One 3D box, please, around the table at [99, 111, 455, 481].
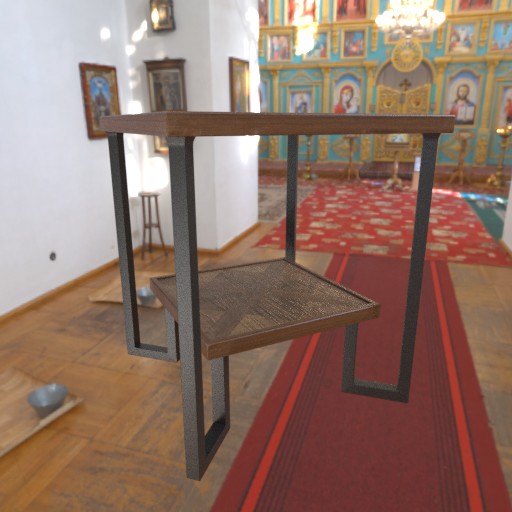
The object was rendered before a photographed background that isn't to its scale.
[{"bbox_3d":[0.000,0.000,0.933,0.503,0.563,0.503,-8,19,-26],"label":"table"}]
